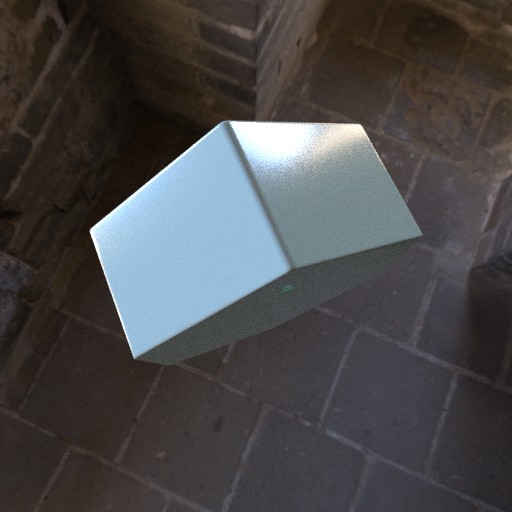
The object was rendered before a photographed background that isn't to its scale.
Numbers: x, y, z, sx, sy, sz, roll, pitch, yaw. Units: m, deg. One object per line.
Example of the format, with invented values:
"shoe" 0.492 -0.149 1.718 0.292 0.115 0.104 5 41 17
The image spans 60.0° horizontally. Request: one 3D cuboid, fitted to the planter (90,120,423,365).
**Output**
"planter" 0.000 0.000 0.291 0.169 0.207 0.078 -22 75 -6
